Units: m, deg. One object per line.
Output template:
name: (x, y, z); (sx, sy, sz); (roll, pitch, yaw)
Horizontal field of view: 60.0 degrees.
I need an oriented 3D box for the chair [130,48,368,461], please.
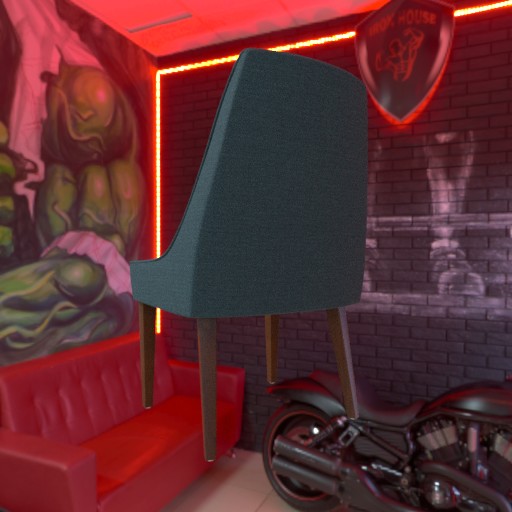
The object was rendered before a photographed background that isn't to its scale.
chair: (0.000, 0.000, 1.187); (0.529, 0.861, 0.544); (0, 1, -33)
